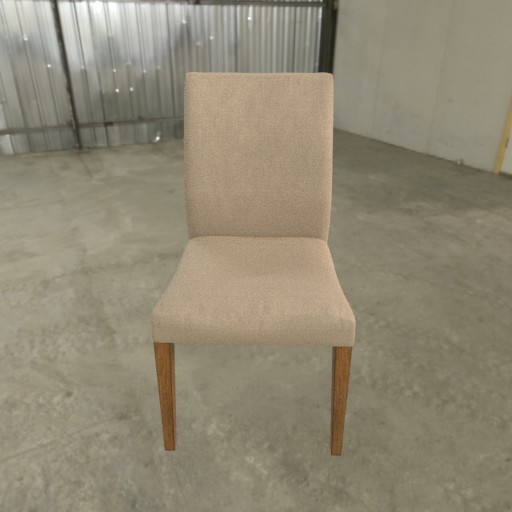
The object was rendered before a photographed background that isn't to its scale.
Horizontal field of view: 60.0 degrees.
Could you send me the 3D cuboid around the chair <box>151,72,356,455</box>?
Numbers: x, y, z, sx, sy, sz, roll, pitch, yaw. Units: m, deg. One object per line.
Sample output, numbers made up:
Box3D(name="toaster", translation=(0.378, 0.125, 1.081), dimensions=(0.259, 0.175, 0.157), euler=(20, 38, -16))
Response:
Box3D(name="chair", translation=(0.000, 0.000, 1.282), dimensions=(0.496, 0.940, 0.585), euler=(1, 28, 2))
